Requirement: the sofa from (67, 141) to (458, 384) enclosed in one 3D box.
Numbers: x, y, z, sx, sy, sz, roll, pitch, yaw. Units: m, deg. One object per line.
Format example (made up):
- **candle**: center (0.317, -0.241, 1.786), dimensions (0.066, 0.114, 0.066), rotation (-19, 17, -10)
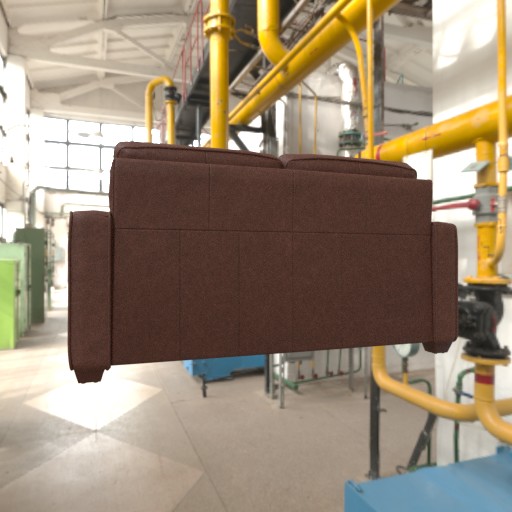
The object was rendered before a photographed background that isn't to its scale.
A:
- **sofa**: center (0.000, 0.000, 2.236), dimensions (1.709, 0.918, 0.947), rotation (0, 0, -19)
